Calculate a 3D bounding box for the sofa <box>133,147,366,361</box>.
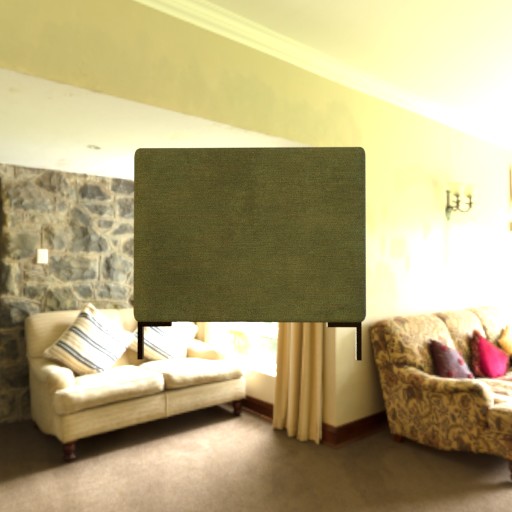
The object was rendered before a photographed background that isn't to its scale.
[{"bbox_3d":[0.000,0.000,2.272,0.686,0.635,1.981,0,-1,1],"label":"sofa"}]
